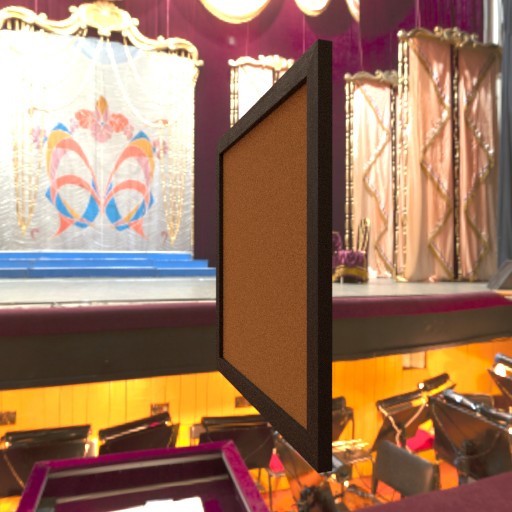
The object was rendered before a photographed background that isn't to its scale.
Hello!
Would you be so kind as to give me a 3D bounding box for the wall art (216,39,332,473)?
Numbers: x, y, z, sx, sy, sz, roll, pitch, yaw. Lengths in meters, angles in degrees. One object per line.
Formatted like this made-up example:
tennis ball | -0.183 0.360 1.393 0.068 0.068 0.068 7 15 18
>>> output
wall art | 0.000 0.000 1.522 0.038 1.016 1.016 0 0 -19
